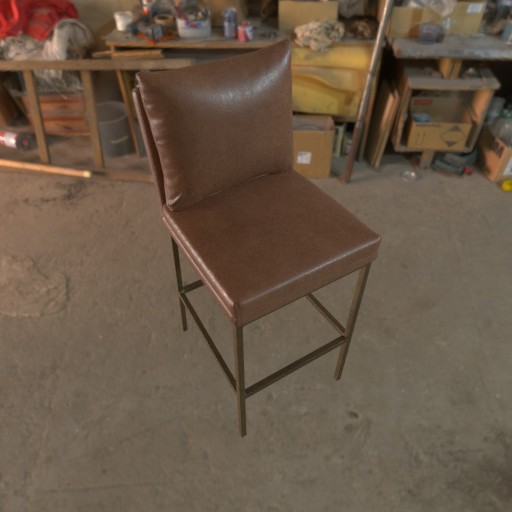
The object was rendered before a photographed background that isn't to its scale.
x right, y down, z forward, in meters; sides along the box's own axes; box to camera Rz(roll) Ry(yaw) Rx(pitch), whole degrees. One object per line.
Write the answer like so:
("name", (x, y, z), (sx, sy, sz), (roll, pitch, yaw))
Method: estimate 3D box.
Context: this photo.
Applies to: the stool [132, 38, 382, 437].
("stool", (0.000, 0.000, 1.408), (0.463, 1.124, 0.571), (-23, 50, -21))
